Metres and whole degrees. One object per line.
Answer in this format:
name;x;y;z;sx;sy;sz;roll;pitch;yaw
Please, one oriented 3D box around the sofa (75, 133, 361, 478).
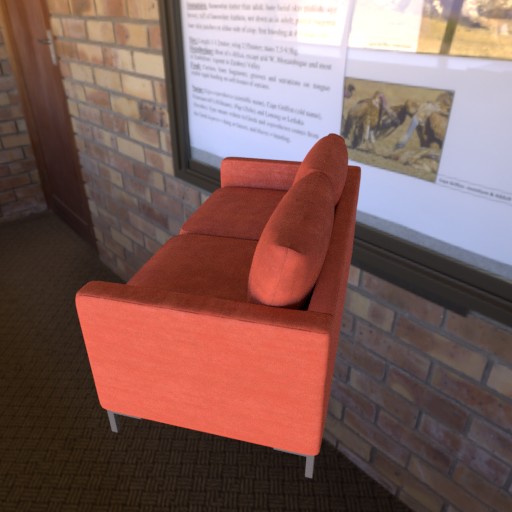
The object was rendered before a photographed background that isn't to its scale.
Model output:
sofa;0.000;0.000;2.100;0.864;0.896;1.574;7;31;13
